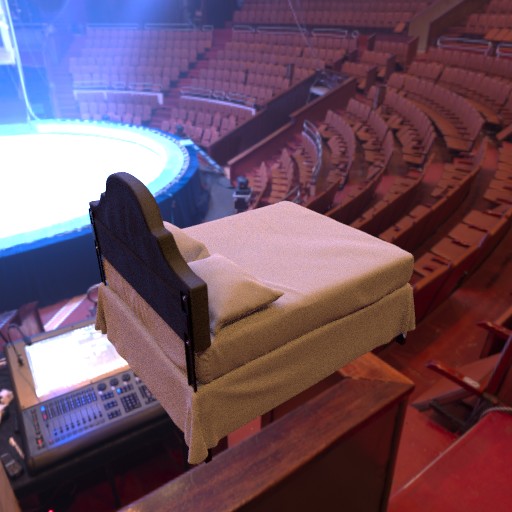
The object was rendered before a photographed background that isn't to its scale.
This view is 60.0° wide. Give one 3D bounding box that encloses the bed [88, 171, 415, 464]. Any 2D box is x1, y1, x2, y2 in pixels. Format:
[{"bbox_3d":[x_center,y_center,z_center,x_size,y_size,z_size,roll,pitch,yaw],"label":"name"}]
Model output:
[{"bbox_3d":[0.000,0.000,3.450,2.222,1.634,1.780,-19,33,-32],"label":"bed"}]
